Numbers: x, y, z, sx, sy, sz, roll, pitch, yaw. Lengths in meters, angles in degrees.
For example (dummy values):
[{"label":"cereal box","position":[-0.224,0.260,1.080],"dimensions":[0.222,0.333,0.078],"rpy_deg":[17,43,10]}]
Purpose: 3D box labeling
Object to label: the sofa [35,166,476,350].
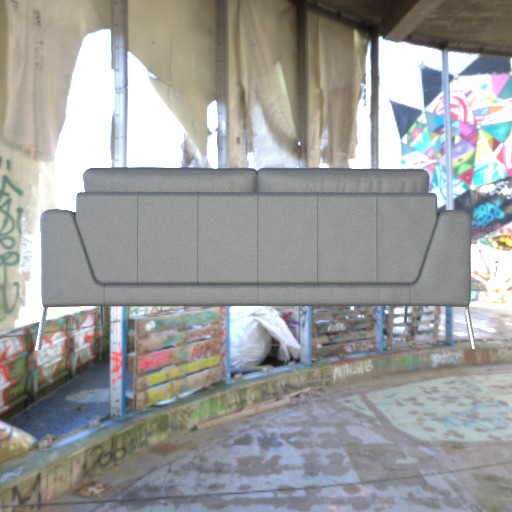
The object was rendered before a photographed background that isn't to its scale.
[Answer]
[{"label":"sofa","position":[0.000,0.000,2.499],"dimensions":[2.017,0.875,0.953],"rpy_deg":[0,-1,-1]}]
